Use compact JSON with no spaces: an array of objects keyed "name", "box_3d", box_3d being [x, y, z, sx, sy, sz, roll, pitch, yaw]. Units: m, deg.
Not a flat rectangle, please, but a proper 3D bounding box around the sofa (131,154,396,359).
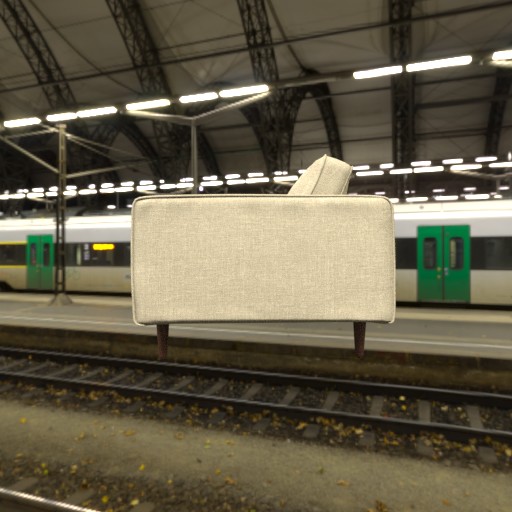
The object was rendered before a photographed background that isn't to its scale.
[{"name":"sofa","box_3d":[0.000,0.000,2.581,0.914,0.762,2.211,0,0,-1]}]
